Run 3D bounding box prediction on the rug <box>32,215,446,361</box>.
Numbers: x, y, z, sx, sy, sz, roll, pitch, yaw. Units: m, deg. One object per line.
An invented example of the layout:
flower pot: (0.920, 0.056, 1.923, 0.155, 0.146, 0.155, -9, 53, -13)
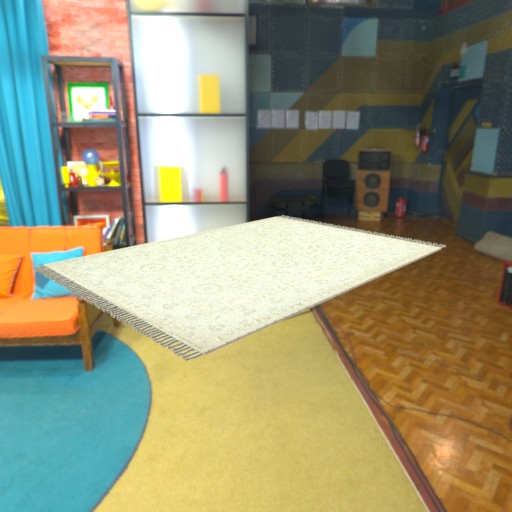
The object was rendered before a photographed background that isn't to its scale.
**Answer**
rug: (0.000, 0.000, 2.276, 1.771, 0.015, 1.223, -16, 23, -43)
